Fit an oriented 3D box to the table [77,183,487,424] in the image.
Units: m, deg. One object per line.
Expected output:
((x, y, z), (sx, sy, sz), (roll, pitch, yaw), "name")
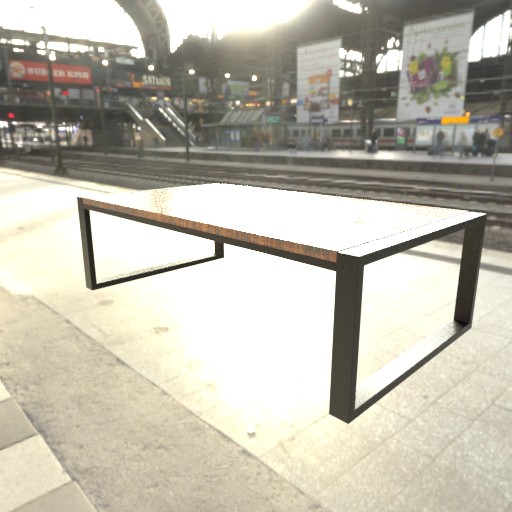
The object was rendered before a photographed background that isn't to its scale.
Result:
((0.000, 0.000, 1.681), (0.750, 0.400, 1.350), (-15, 21, -43), "table")
